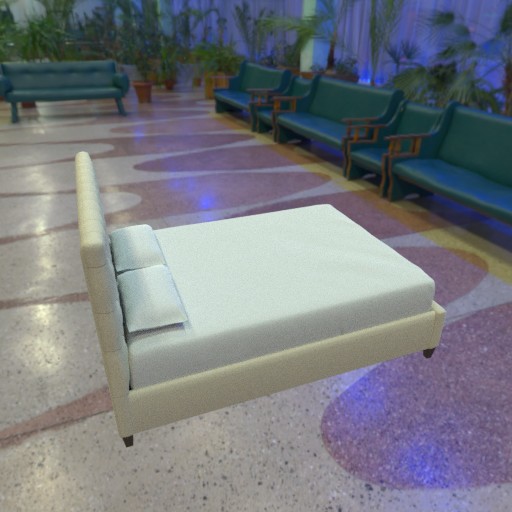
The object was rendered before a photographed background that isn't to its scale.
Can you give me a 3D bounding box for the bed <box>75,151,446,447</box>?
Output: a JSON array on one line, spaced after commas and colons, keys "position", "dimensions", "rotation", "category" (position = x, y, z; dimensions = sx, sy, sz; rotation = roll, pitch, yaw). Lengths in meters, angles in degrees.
[{"position": [0.000, 0.000, 3.436], "dimensions": [2.387, 1.427, 1.698], "rotation": [-10, 30, -18], "category": "bed"}]
